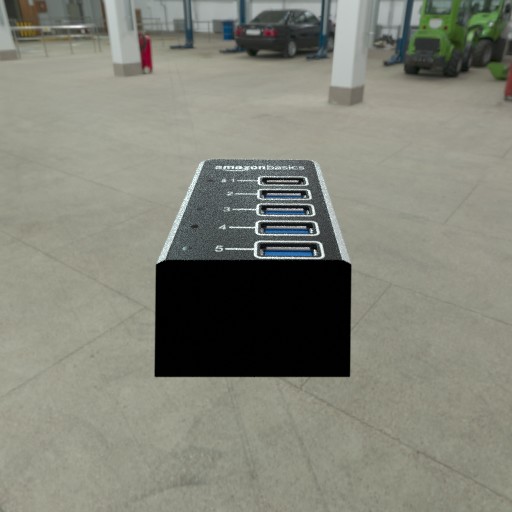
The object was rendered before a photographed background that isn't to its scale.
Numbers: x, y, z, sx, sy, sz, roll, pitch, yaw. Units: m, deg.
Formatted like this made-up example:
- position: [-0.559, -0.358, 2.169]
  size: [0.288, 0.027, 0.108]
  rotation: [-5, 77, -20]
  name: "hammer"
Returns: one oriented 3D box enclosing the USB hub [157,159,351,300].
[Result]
- position: [0.000, 0.000, 0.125]
  size: [0.044, 0.023, 0.110]
  rotation: [1, 30, 1]
  name: "USB hub"
